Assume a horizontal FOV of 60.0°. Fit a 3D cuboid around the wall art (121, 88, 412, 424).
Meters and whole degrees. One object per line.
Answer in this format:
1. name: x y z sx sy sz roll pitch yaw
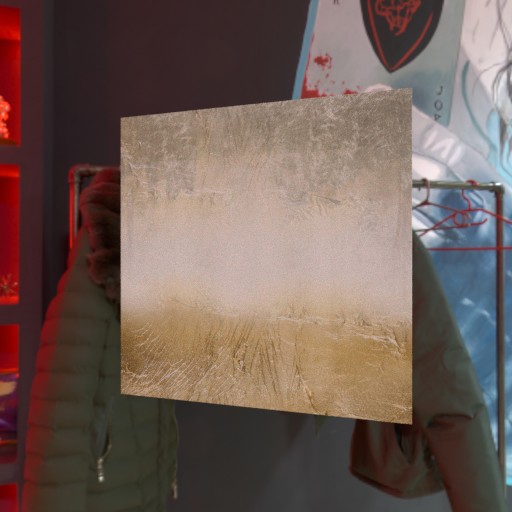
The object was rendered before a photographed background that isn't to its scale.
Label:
1. wall art: 0.000 0.000 0.613 0.405 0.407 0.038 0 0 17
